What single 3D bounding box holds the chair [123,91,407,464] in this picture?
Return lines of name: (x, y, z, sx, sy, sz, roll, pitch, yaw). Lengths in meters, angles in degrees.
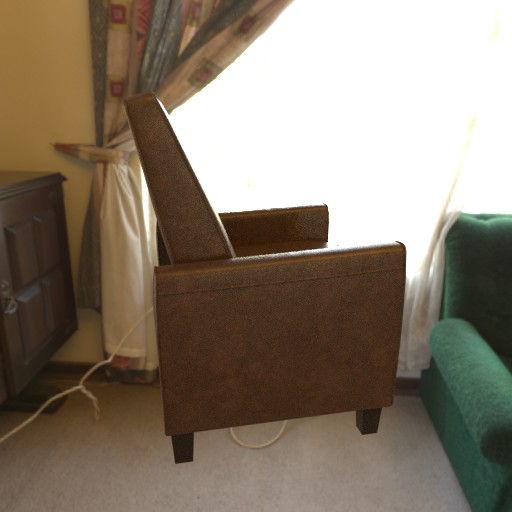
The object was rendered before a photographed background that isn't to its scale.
chair: (0.000, 0.000, 1.484, 0.746, 1.013, 0.705, -3, 17, -11)
